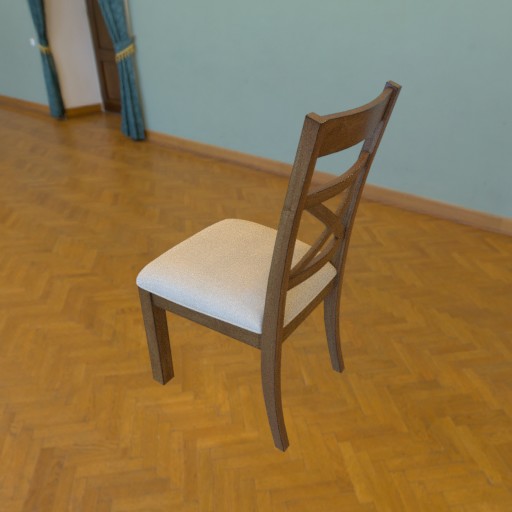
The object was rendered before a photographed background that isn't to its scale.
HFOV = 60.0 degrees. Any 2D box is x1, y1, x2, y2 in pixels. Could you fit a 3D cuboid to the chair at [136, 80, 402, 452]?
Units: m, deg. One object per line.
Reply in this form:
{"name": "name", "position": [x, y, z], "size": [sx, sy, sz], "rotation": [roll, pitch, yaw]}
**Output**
{"name": "chair", "position": [0.000, 0.000, 1.279], "size": [0.581, 0.949, 0.461], "rotation": [20, 37, 29]}
